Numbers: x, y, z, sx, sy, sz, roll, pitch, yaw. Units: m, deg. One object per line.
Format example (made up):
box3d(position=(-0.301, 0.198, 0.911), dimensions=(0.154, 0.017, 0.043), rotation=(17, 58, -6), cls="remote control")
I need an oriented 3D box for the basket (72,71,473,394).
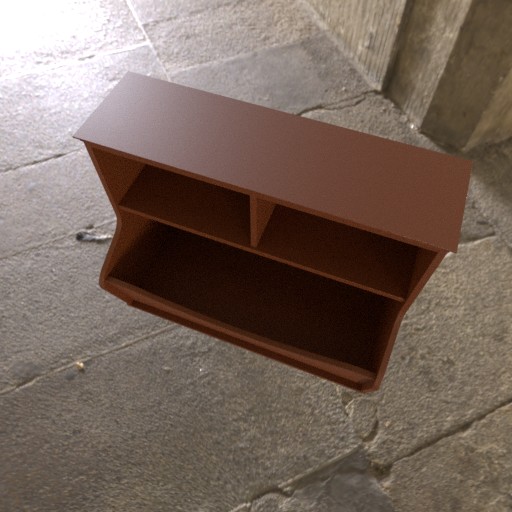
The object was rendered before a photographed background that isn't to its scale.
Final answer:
box3d(position=(0.000, 0.000, 1.141), dimensions=(0.792, 0.625, 0.376), rotation=(18, 60, 11), cls="basket")
